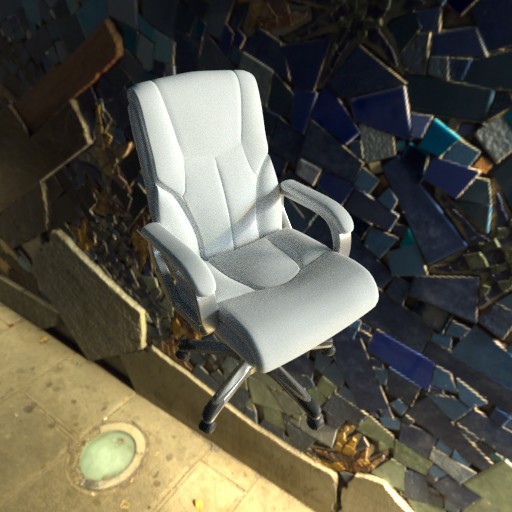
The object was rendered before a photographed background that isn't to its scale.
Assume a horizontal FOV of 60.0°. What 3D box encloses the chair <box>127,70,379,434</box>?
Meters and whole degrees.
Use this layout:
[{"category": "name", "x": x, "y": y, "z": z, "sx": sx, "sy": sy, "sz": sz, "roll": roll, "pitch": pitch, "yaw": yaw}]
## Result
[{"category": "chair", "x": 0.000, "y": 0.000, "z": 1.547, "sx": 0.687, "sy": 1.120, "sz": 0.738, "roll": -23, "pitch": 38, "yaw": -32}]
